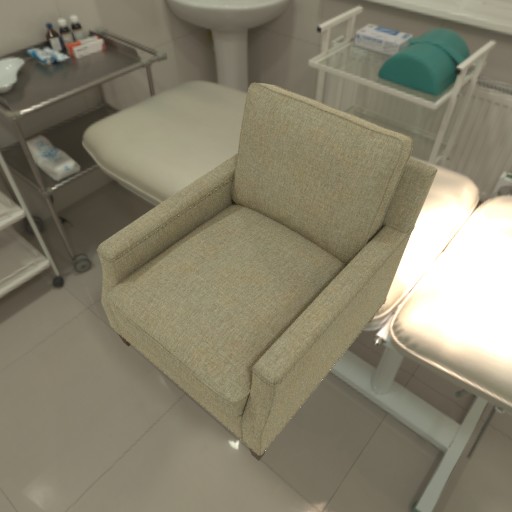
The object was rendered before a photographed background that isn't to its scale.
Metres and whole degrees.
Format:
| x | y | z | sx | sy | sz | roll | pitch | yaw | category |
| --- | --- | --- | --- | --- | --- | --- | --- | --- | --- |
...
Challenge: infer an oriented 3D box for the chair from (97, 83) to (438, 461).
| x | y | z | sx | sy | sz | roll | pitch | yaw | category |
| --- | --- | --- | --- | --- | --- | --- | --- | --- | --- |
| 0.000 | 0.000 | 1.726 | 0.853 | 0.943 | 1.014 | 32 | 54 | 26 | chair |
